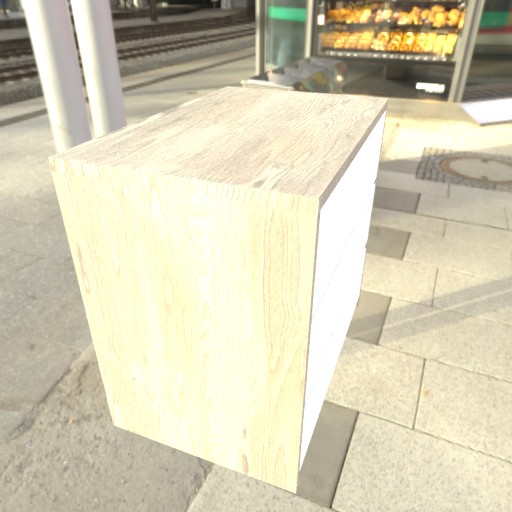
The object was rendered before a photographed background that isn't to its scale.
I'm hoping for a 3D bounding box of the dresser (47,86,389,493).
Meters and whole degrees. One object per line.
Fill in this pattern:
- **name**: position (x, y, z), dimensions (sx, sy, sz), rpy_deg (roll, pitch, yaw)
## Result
- **dresser**: position (0.000, 0.000, 1.273), dimensions (0.529, 0.762, 0.809), rpy_deg (11, 32, 19)
